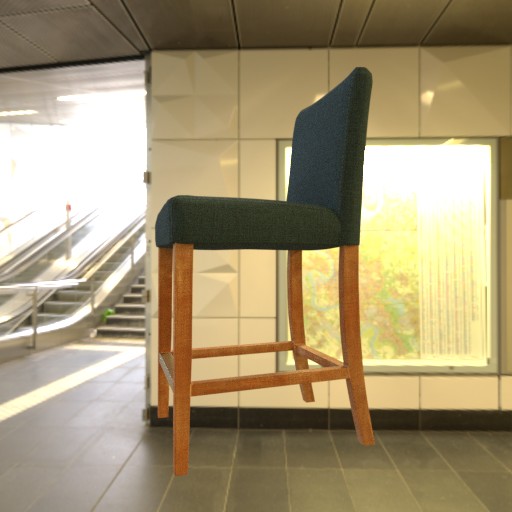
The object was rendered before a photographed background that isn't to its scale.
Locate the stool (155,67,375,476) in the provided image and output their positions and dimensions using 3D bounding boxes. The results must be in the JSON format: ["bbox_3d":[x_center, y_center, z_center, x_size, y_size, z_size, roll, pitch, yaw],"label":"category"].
[{"bbox_3d":[0.000,0.000,1.326,0.567,1.039,0.454,0,0,-18],"label":"stool"}]
